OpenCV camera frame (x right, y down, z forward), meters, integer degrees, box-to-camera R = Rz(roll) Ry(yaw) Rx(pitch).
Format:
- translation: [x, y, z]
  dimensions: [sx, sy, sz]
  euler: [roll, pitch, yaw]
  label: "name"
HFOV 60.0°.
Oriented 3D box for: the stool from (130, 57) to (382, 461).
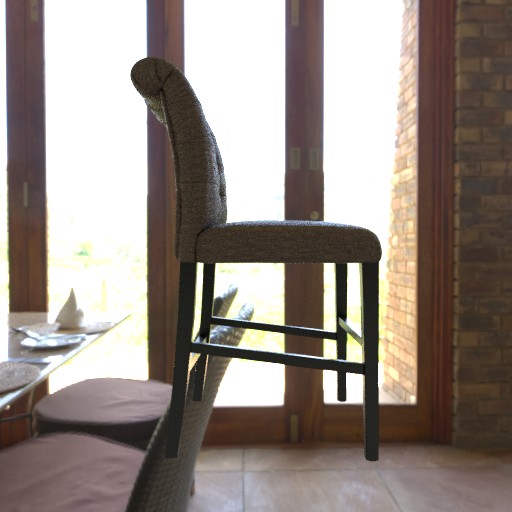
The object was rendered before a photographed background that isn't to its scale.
- translation: [0.000, 0.000, 1.268]
  dimensions: [0.611, 0.970, 0.457]
  euler: [0, 1, 1]
  label: "stool"
